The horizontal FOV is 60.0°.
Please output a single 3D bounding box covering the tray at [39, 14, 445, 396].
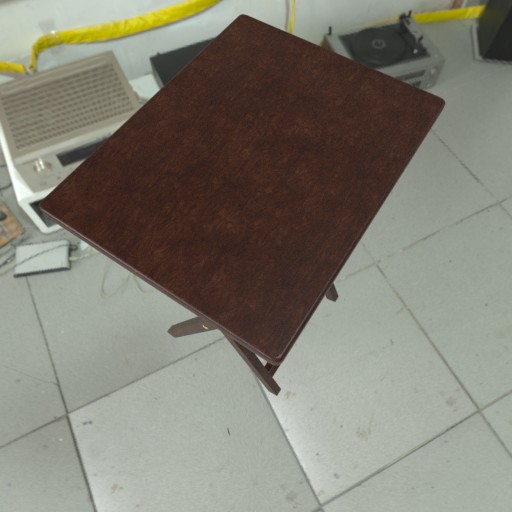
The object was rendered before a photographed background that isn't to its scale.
[{"bbox_3d":[0.000,0.000,0.921,0.381,0.660,0.483,30,67,15],"label":"tray"}]
